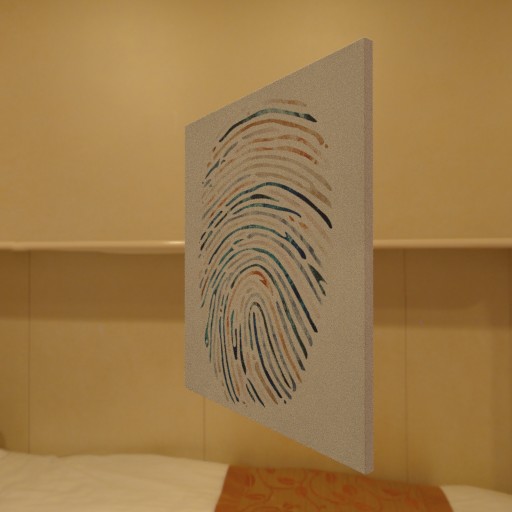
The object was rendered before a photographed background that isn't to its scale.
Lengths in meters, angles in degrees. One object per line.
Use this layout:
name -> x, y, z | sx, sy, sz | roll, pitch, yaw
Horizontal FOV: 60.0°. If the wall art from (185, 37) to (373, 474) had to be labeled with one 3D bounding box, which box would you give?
wall art -> 0.000, 0.000, 0.966 | 0.021, 0.710, 0.609 | 0, 0, -37
